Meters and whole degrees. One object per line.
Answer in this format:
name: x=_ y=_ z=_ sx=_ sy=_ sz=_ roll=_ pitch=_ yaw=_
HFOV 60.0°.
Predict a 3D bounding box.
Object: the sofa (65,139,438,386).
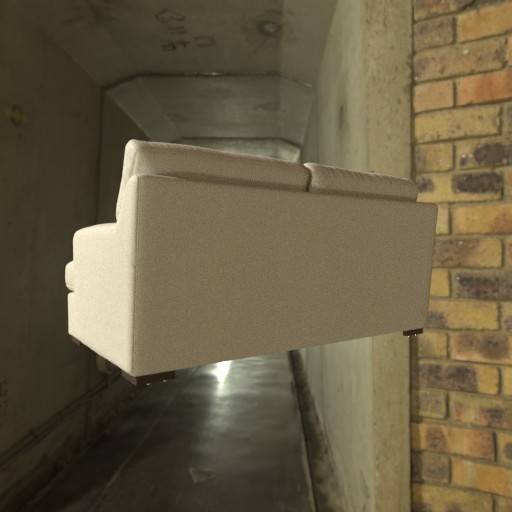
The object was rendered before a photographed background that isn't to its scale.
sofa: x=0.000 y=0.000 z=2.512 sx=1.880 sy=0.940 sz=1.143 roll=-1 pitch=1 yaw=-35
